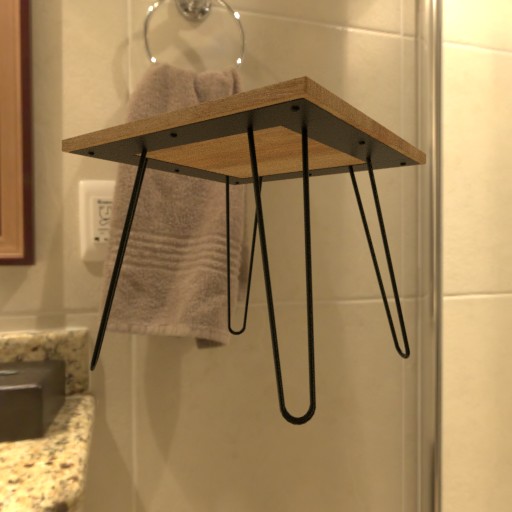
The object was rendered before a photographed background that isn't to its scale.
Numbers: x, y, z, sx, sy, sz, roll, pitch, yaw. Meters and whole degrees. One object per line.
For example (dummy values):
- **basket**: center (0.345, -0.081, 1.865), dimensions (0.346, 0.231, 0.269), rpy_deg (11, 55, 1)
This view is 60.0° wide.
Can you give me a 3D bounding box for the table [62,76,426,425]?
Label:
- **table**: center (0.000, 0.000, 1.021), dimensions (0.599, 0.500, 0.599), rpy_deg (0, 1, 36)
